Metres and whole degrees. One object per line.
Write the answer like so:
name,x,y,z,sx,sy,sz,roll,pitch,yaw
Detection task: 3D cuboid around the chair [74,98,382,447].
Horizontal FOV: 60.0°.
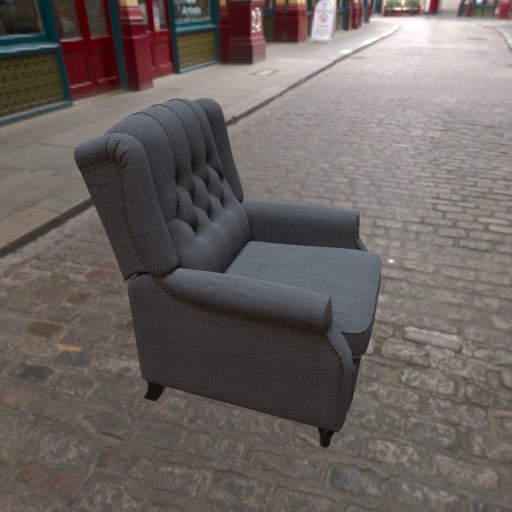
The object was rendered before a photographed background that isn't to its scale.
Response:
chair,0.000,0.000,1.627,0.898,1.035,0.742,9,31,16
